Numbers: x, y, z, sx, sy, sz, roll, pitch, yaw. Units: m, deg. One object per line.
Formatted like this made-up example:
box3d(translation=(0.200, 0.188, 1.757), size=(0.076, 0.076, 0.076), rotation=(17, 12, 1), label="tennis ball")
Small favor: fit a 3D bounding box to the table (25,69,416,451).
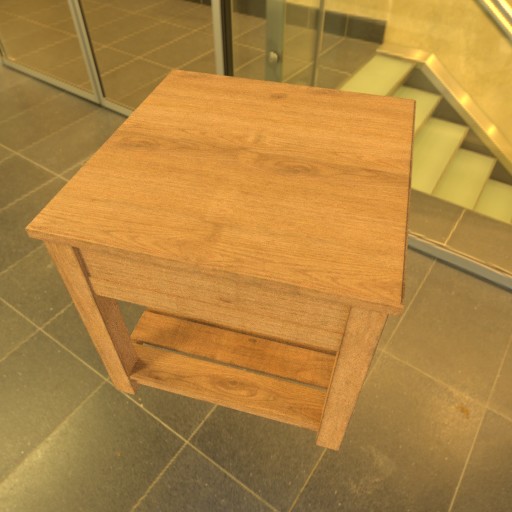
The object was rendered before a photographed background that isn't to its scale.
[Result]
box3d(translation=(0.000, 0.000, 1.083), size=(0.612, 0.593, 0.616), rotation=(11, 48, 11), label="table")
